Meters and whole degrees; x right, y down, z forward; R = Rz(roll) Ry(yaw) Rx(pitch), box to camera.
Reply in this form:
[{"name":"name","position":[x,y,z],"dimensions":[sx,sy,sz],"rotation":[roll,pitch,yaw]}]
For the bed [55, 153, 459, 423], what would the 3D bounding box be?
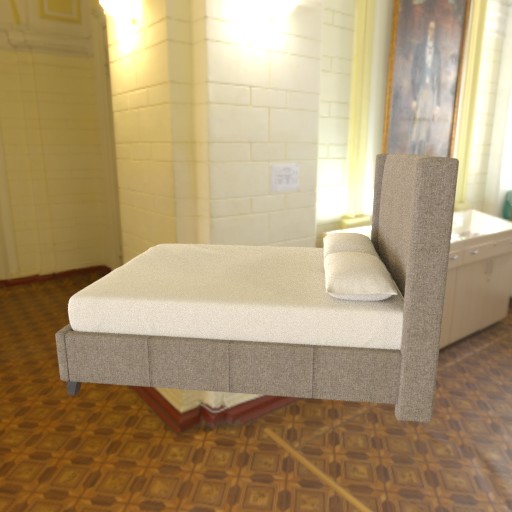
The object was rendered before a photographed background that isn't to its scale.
[{"name":"bed","position":[0.000,0.000,3.297],"dimensions":[2.245,1.481,1.714],"rotation":[2,14,8]}]
